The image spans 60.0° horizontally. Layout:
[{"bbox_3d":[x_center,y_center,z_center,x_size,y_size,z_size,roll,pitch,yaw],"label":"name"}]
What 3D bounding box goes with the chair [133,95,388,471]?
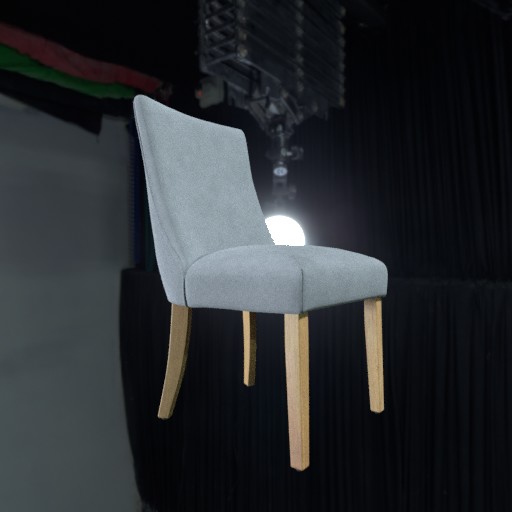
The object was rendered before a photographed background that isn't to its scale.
[{"bbox_3d":[0.000,0.000,1.271,0.610,0.902,0.495,0,0,37],"label":"chair"}]
